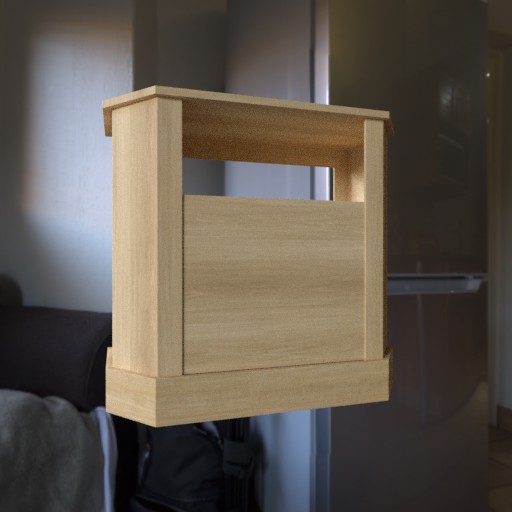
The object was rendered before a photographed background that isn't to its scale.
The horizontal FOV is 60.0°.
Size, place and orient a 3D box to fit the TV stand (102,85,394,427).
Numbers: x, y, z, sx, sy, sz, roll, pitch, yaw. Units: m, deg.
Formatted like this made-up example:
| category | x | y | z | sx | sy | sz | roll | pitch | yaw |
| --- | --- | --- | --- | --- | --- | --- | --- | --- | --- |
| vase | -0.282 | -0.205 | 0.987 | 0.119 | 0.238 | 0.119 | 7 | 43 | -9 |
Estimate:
| category | x | y | z | sx | sy | sz | roll | pitch | yaw |
| --- | --- | --- | --- | --- | --- | --- | --- | --- | --- |
| TV stand | 0.000 | 0.000 | 1.307 | 0.851 | 0.781 | 0.425 | 0 | 0 | -17 |
